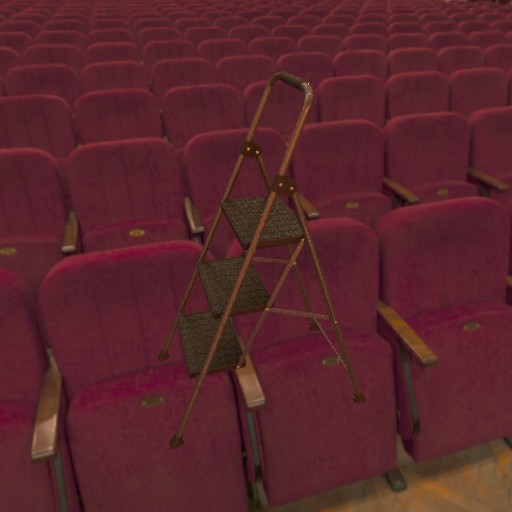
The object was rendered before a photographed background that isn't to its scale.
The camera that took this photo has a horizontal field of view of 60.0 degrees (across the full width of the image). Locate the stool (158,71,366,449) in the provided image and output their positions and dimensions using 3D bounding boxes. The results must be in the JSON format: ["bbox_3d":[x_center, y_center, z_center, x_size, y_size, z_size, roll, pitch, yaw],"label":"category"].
[{"bbox_3d":[0.000,0.000,1.482,0.733,1.121,0.473,-8,32,-14],"label":"stool"}]
